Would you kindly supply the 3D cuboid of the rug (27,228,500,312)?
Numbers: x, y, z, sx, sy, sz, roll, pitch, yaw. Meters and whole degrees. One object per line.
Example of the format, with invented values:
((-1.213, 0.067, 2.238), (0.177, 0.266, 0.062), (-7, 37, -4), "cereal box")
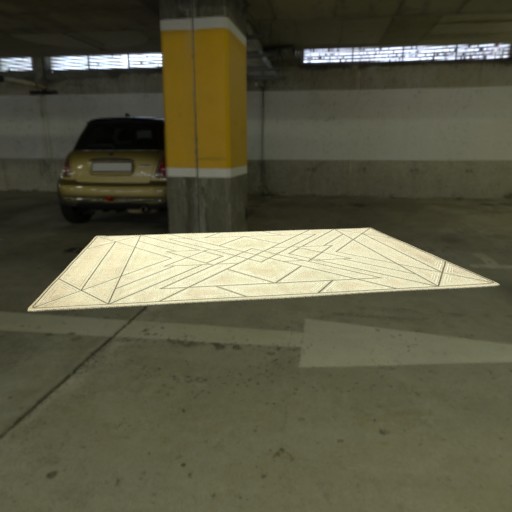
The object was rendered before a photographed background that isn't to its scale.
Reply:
((0.000, 0.000, 4.256), (3.381, 0.026, 2.436), (-2, 14, -9), "rug")
